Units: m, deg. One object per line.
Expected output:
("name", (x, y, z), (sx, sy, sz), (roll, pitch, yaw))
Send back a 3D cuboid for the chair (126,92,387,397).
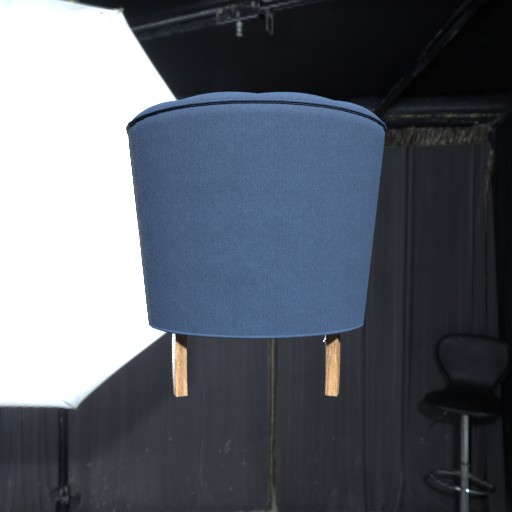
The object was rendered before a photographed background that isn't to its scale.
("chair", (0.000, 0.000, 1.352), (0.740, 0.771, 0.718), (0, -1, -1))
